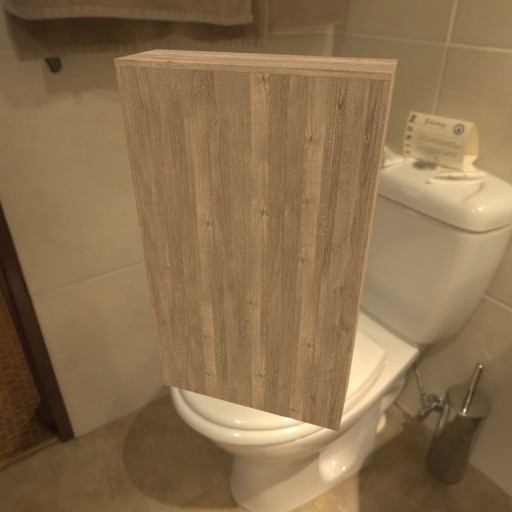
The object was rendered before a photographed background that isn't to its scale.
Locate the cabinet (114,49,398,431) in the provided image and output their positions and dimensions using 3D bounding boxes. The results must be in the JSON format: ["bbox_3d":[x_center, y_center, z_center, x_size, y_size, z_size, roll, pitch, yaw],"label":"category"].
[{"bbox_3d":[0.000,0.000,1.563,0.750,1.280,0.250,10,32,16],"label":"cabinet"}]
